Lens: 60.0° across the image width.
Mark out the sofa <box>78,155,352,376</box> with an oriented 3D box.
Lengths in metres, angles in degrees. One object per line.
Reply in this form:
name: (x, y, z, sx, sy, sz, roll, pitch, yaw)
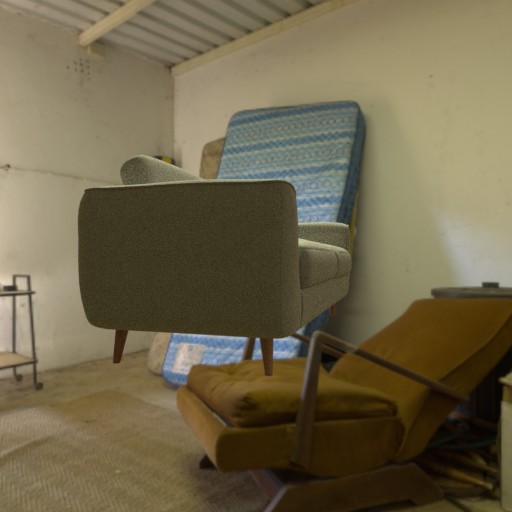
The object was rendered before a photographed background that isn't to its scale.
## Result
sofa: (0.000, 0.000, 2.463, 0.920, 0.850, 2.000, 0, 0, 17)
